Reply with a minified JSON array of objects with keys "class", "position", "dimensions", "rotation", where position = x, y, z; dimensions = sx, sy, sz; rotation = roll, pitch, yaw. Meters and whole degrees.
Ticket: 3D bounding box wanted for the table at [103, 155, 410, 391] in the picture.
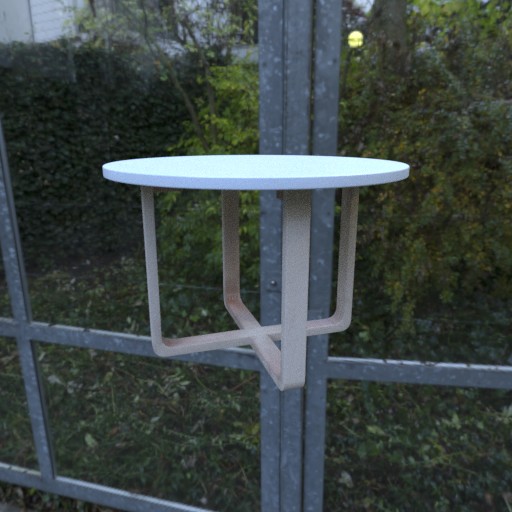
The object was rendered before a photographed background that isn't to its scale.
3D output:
[{"class":"table","position":[0.000,0.000,0.967],"dimensions":[0.600,0.400,0.600],"rotation":[0,16,0]}]
